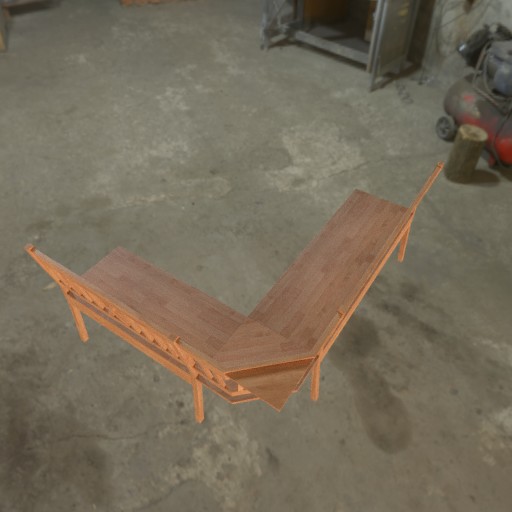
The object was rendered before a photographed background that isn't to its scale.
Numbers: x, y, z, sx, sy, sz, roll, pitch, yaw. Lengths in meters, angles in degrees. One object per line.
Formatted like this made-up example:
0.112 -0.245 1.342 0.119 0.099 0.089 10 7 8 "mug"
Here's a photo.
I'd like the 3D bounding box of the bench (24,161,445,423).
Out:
0.000 0.000 2.827 1.537 0.902 1.937 26 51 23 "bench"
